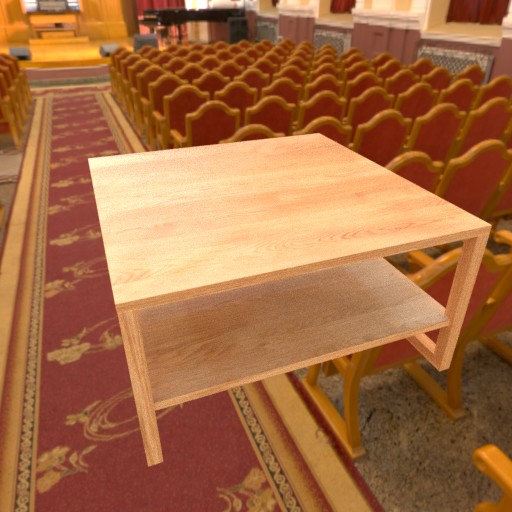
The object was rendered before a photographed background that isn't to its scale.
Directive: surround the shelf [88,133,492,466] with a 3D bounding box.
[{"bbox_3d":[0.000,0.000,1.433,0.899,0.480,0.899,-11,32,-18],"label":"shelf"}]
